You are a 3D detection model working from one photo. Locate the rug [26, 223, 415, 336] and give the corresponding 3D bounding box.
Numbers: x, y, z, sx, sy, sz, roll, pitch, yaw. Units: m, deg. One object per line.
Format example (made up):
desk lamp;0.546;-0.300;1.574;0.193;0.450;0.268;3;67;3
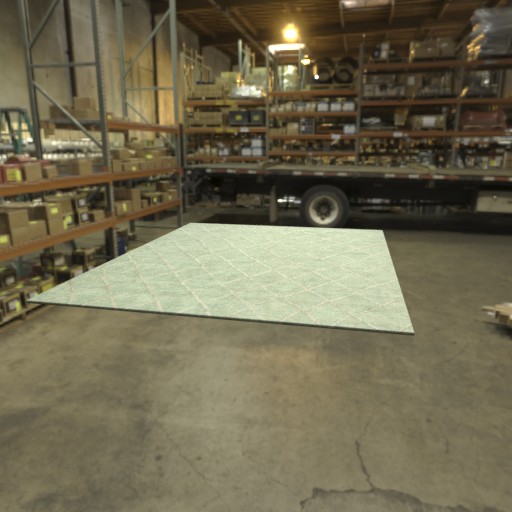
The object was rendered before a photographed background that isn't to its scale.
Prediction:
rug;0.000;0.000;4.085;2.420;0.019;3.039;3;14;12
